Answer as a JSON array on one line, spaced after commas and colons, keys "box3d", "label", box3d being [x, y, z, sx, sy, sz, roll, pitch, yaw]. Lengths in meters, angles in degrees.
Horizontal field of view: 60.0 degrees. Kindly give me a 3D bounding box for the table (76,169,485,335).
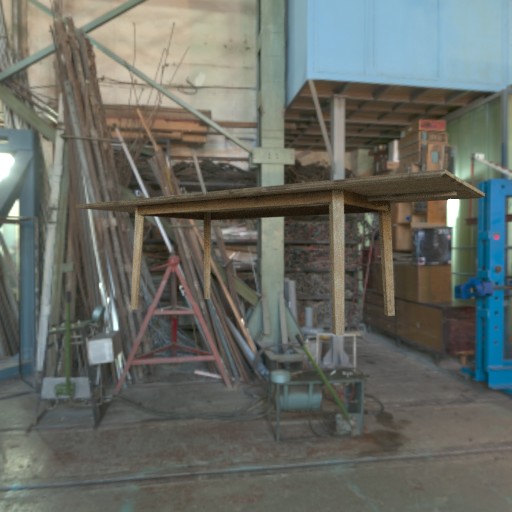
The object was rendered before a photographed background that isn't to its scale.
[{"box3d": [0.000, 0.000, 2.973, 2.603, 0.752, 1.000, 1, 1, 36], "label": "table"}]
